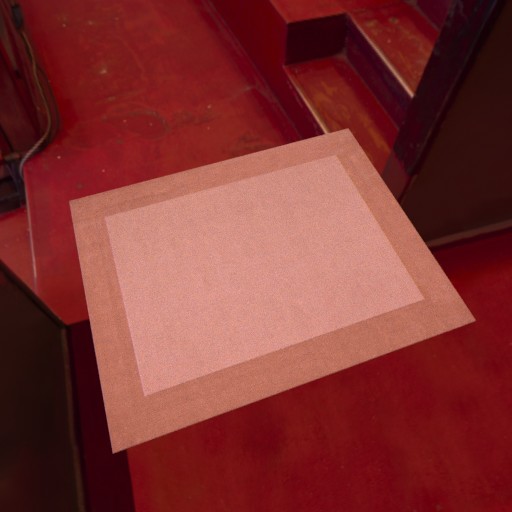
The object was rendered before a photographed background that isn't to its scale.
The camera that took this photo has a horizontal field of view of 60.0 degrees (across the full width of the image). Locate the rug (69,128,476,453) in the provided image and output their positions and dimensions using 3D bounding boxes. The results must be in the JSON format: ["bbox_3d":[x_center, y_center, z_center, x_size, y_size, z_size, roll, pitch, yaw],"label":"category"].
[{"bbox_3d":[0.000,0.000,4.044,3.048,0.014,2.438,-17,60,-10],"label":"rug"}]
